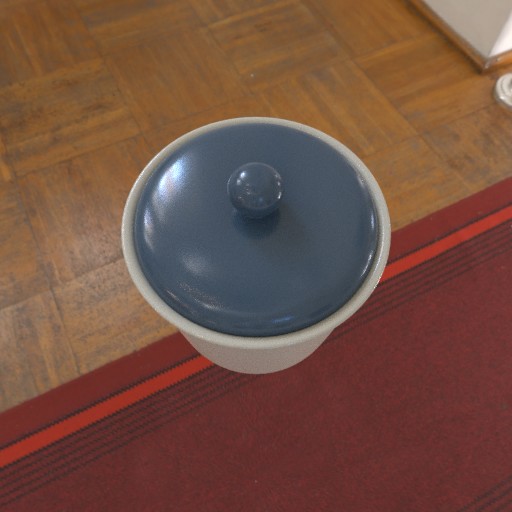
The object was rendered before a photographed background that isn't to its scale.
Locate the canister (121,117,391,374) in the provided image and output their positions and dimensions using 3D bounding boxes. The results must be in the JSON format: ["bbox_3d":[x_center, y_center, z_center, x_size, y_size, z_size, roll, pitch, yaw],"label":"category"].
[{"bbox_3d":[0.000,0.000,0.353,0.182,0.208,0.182,0,63,0],"label":"canister"}]
